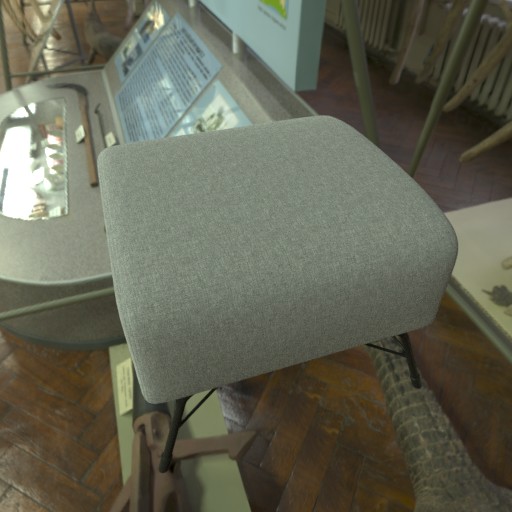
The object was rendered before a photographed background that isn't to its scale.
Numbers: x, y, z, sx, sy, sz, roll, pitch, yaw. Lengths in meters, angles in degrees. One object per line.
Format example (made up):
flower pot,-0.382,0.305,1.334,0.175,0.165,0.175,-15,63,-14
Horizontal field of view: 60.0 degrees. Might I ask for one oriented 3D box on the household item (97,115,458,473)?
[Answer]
household item,0.000,0.000,0.880,0.530,0.410,0.530,-13,42,-14
